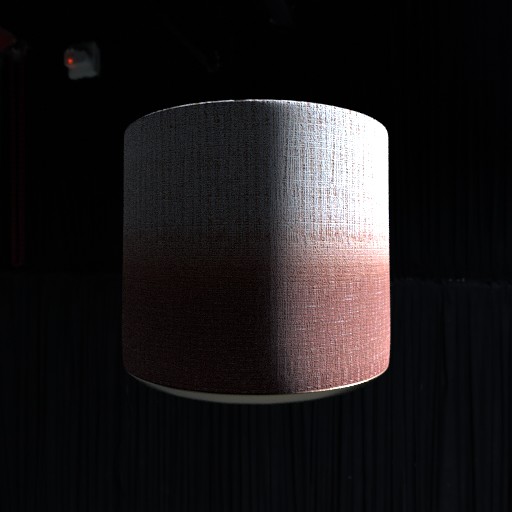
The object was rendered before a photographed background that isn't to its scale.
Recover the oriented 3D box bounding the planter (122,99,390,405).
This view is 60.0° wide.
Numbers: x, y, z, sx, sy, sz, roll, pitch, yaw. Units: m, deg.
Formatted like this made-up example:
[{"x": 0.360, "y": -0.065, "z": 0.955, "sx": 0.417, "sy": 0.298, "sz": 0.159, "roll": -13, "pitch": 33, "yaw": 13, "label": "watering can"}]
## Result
[{"x": 0.000, "y": 0.000, "z": 0.306, "sx": 0.178, "sy": 0.157, "sz": 0.178, "roll": 0, "pitch": 0, "yaw": 0, "label": "planter"}]
